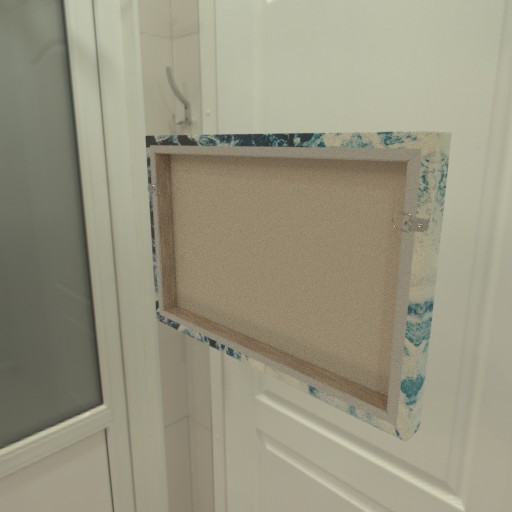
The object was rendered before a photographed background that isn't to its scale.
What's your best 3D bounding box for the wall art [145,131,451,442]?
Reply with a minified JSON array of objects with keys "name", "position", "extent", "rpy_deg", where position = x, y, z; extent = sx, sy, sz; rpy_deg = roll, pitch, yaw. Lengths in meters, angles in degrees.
[{"name":"wall art","position":[0.000,0.000,0.766],"extent":[0.609,0.407,0.043],"rpy_deg":[14,20,43]}]
